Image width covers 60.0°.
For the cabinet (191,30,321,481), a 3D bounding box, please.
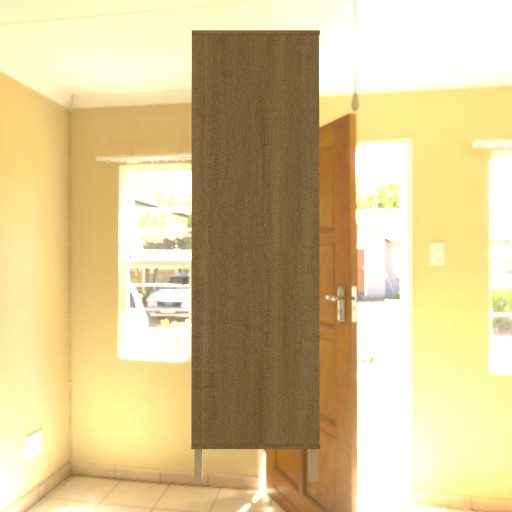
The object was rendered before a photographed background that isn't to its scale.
[{"bbox_3d":[0.000,0.000,2.465,0.571,1.999,1.006,0,0,0],"label":"cabinet"}]
